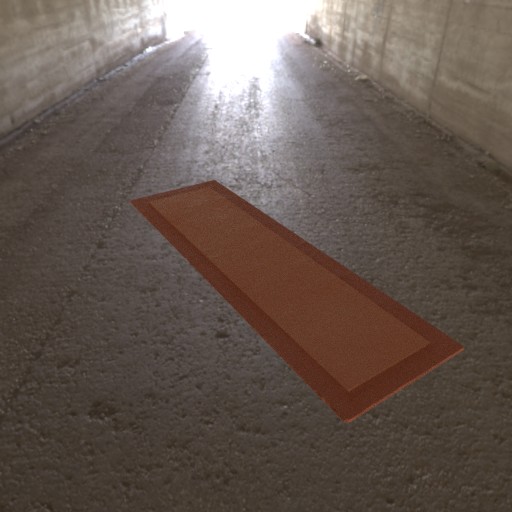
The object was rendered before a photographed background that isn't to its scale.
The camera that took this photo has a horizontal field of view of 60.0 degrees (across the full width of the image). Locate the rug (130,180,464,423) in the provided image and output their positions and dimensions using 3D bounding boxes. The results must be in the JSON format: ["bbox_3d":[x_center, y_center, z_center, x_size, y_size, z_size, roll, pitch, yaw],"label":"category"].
[{"bbox_3d":[0.000,0.000,2.760,0.914,0.013,2.471,-22,38,-31],"label":"rug"}]
